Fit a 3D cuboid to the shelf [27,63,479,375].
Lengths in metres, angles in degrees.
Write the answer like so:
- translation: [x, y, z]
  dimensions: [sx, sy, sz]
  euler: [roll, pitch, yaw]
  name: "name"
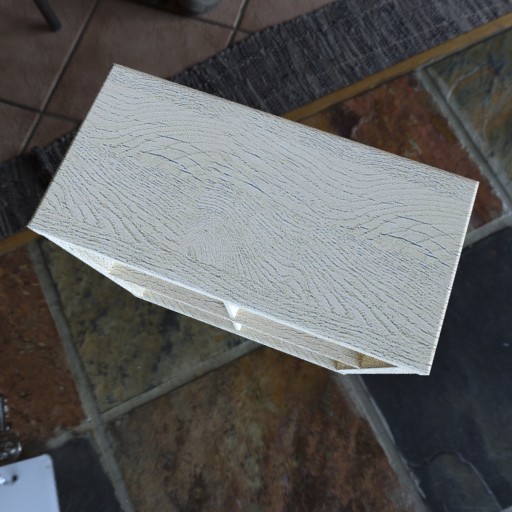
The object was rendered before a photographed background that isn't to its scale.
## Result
- translation: [0.000, 0.000, 1.238]
  dimensions: [0.790, 0.786, 0.390]
  euler: [20, 76, 5]
  name: "shelf"
